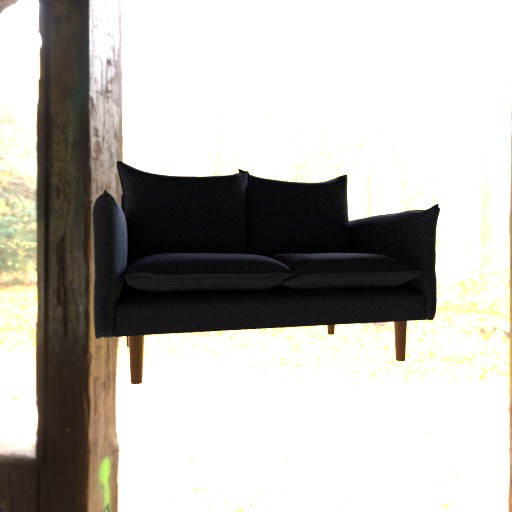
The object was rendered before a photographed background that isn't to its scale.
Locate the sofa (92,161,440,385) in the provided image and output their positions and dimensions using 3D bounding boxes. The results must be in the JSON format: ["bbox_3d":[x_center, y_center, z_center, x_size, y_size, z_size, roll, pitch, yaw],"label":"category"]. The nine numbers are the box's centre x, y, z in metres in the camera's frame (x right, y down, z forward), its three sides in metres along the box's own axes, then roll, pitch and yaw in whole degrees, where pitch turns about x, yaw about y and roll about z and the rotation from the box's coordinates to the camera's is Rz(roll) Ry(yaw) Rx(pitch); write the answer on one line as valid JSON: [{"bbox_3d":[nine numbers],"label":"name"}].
[{"bbox_3d":[0.000,0.000,1.895,1.300,0.840,0.820,0,0,-18],"label":"sofa"}]
